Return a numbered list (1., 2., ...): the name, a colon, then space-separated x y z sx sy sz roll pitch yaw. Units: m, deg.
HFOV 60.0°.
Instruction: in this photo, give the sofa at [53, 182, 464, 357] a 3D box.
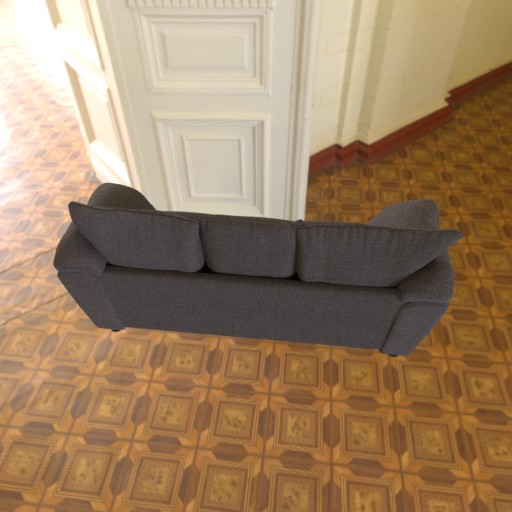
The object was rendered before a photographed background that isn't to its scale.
1. sofa: 0.000 0.000 2.902 2.336 1.080 0.883 4 45 4
